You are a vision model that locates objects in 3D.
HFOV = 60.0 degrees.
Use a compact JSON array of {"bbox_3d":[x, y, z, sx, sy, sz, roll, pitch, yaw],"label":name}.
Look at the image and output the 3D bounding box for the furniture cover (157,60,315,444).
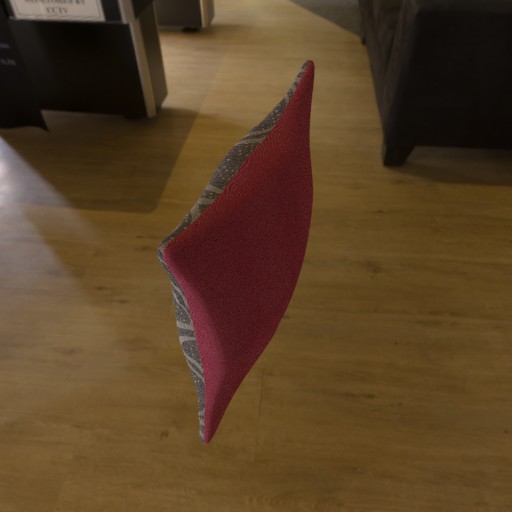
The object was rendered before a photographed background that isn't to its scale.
[{"bbox_3d":[0.000,0.000,0.800,0.163,0.513,0.514,16,48,15],"label":"furniture cover"}]
